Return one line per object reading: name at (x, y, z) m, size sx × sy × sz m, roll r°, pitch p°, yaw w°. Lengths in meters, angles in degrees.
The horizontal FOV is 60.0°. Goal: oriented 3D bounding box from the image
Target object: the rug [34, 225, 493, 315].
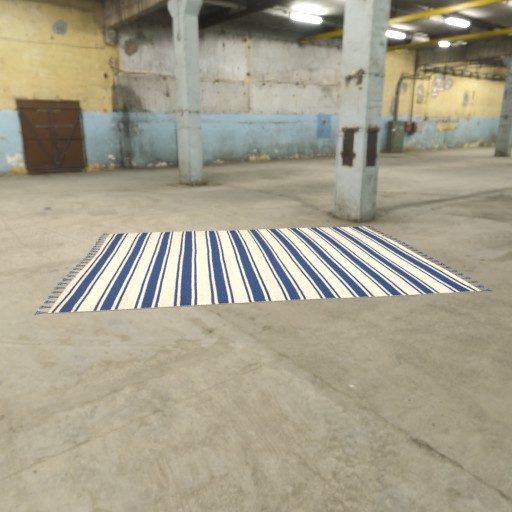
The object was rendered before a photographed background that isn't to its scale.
rug at (0.000, 0.000, 4.390) m, size 3.416 × 0.016 × 2.471 m, roll -2°, pitch 16°, yaw -8°
